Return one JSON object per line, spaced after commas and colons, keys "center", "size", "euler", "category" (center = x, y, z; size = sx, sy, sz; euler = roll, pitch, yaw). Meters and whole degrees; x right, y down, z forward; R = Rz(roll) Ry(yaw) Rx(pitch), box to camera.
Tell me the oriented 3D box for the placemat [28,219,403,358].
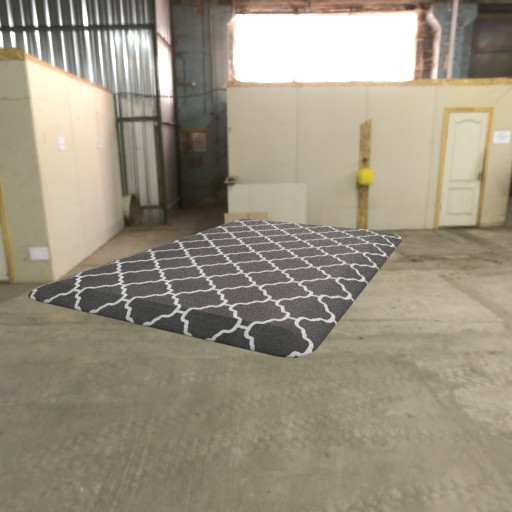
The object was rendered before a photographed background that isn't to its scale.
{"center": [0.000, 0.000, 0.956], "size": [0.508, 0.021, 0.762], "euler": [7, 17, 25], "category": "placemat"}
